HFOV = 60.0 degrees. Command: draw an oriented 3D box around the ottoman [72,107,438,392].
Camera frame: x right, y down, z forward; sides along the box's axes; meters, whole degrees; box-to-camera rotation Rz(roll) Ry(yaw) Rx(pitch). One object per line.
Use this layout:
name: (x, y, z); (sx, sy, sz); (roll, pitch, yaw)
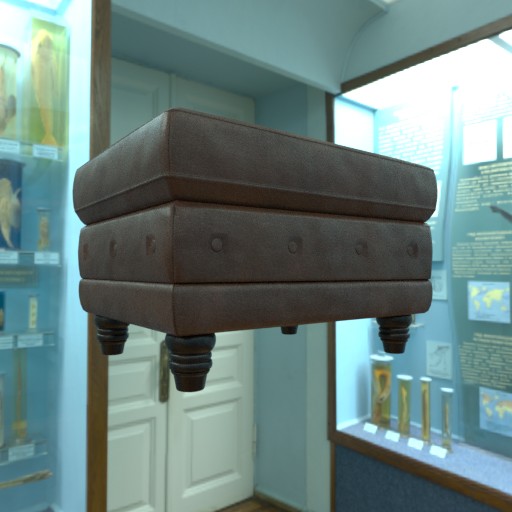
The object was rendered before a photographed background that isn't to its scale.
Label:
ottoman: (0.000, 0.000, 1.173); (0.795, 0.509, 0.588); (1, -2, -37)
